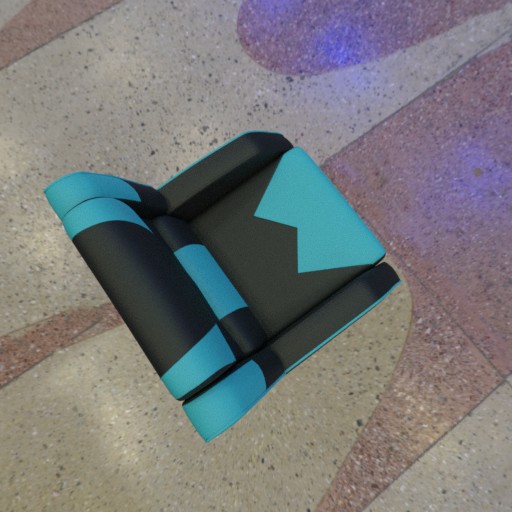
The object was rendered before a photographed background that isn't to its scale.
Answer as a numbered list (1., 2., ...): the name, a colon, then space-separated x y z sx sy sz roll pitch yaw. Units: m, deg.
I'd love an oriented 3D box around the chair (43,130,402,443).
1. chair: 0.000 0.000 1.255 0.672 0.805 0.620 -35 79 -8
